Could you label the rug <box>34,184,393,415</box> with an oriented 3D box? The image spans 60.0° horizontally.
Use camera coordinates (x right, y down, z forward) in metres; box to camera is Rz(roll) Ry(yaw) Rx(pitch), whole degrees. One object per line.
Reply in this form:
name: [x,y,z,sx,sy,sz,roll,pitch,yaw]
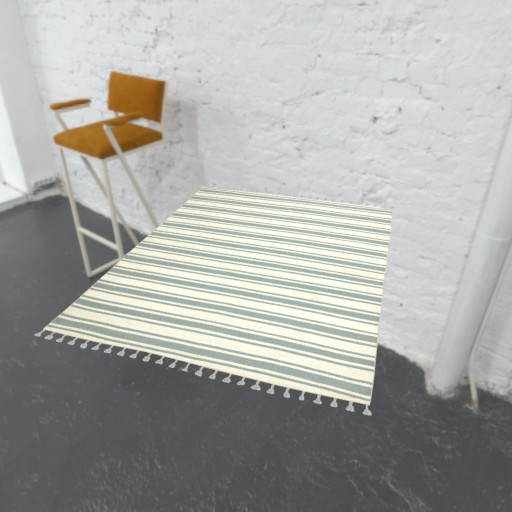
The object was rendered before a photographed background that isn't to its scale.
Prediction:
rug: [0.000,0.000,4.261,2.439,0.005,3.201,9,32,15]
